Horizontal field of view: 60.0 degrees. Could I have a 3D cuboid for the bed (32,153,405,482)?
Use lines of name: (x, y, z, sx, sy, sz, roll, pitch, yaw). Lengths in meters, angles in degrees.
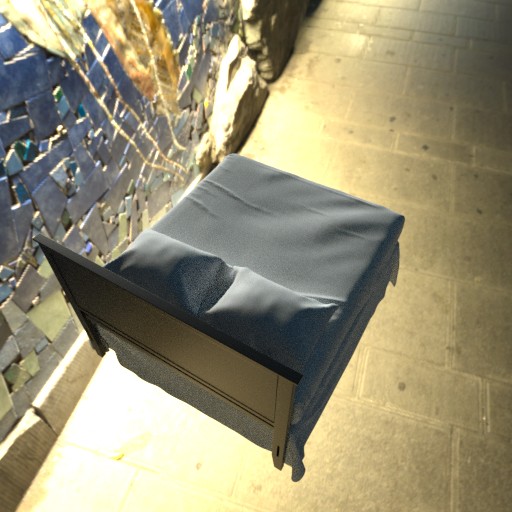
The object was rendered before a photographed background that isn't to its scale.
bed: (0.000, 0.000, 3.203, 1.870, 1.270, 2.050, 24, 53, 20)
